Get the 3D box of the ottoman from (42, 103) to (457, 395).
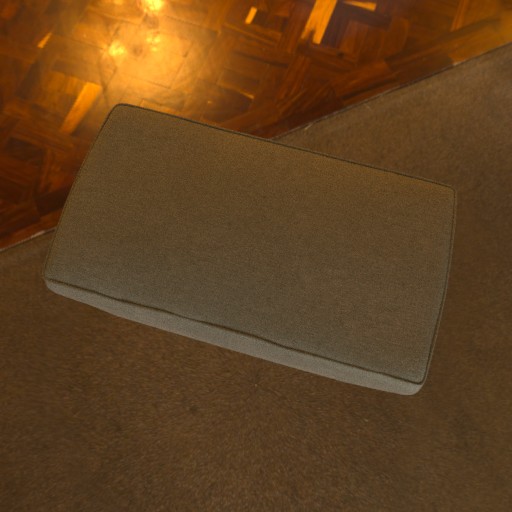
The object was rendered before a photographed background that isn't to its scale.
[{"bbox_3d":[0.000,0.000,1.153,0.864,0.448,0.490,15,74,4],"label":"ottoman"}]
